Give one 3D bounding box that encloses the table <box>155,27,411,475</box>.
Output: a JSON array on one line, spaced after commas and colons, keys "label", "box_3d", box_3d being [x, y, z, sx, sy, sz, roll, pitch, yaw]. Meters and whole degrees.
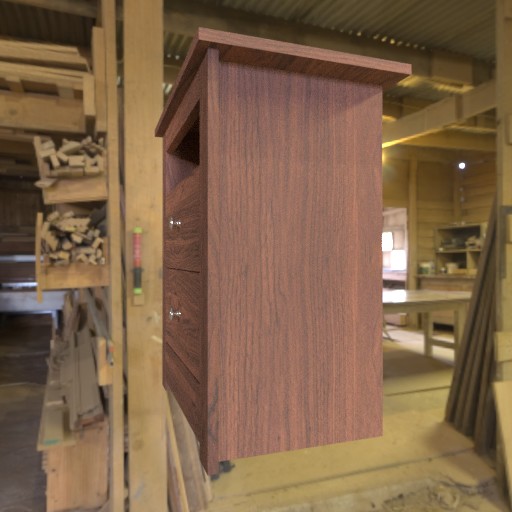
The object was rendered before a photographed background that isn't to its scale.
[{"label": "table", "box_3d": [0.000, 0.000, 1.034, 0.406, 0.711, 0.589, 0, 0, -19]}]
